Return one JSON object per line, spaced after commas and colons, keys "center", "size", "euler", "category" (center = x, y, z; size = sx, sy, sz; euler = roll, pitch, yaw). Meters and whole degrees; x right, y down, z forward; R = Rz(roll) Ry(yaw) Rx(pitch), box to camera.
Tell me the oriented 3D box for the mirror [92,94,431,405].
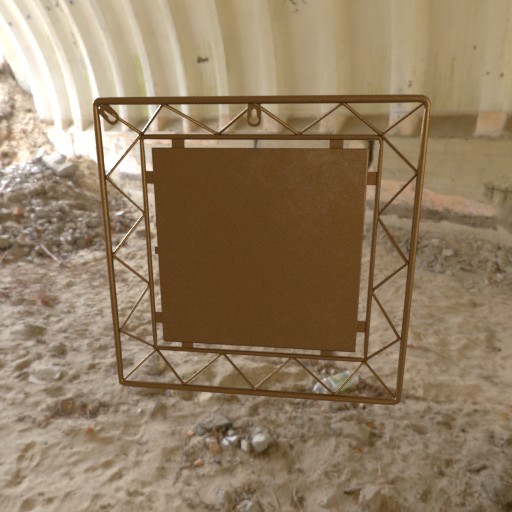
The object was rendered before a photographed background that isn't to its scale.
{"center": [0.000, 0.000, 0.611], "size": [0.416, 0.414, 0.046], "euler": [2, 16, 7], "category": "mirror"}
